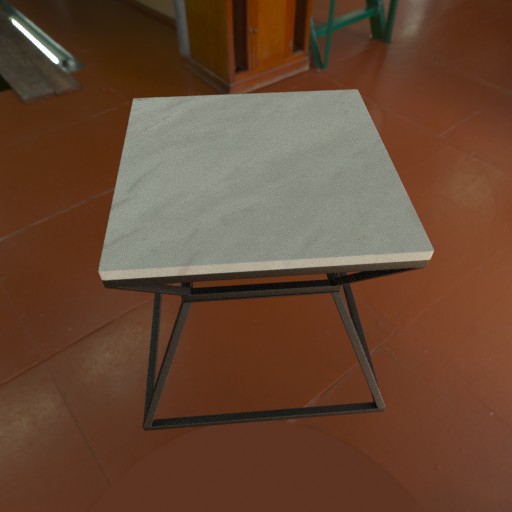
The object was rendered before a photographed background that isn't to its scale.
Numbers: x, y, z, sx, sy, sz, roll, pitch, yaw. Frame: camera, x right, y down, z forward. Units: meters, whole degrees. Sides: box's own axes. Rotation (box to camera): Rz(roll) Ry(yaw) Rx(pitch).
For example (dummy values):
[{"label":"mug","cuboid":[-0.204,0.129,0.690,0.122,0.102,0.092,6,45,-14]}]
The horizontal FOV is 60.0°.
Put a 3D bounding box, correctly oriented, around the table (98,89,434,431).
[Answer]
[{"label":"table","cuboid":[0.000,0.000,0.828,0.455,0.431,0.455,-3,48,-3]}]
